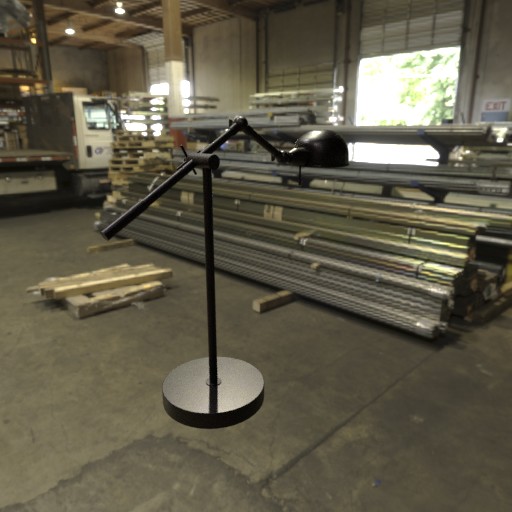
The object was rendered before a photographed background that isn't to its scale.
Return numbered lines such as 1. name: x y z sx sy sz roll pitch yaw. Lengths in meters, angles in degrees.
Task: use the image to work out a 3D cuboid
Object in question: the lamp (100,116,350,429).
1. lamp: 0.000 0.000 0.823 0.567 0.495 0.185 -16 23 -43
